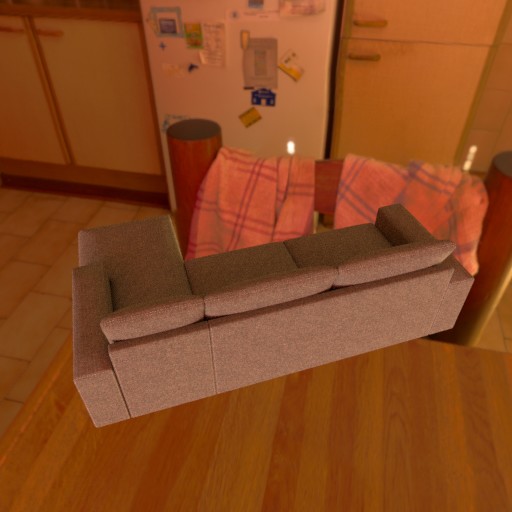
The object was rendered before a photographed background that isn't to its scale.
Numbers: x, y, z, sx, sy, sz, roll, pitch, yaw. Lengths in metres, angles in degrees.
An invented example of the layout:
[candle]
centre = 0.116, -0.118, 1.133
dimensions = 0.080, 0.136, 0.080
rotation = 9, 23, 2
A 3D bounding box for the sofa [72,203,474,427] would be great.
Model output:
[sofa]
centre = 0.000, 0.000, 3.505
dimensions = 2.718, 0.940, 1.689
rotation = -12, 43, -13
